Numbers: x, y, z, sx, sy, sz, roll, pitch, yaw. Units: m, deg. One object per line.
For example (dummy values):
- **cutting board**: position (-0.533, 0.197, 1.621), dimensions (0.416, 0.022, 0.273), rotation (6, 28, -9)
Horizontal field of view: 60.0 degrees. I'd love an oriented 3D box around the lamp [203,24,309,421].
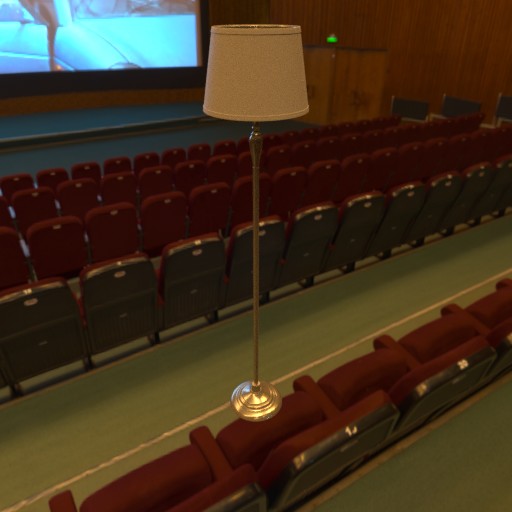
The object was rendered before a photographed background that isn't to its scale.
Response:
- **lamp**: position (0.000, 0.000, 1.636), dimensions (0.327, 1.506, 0.327), rotation (-18, 34, -28)
